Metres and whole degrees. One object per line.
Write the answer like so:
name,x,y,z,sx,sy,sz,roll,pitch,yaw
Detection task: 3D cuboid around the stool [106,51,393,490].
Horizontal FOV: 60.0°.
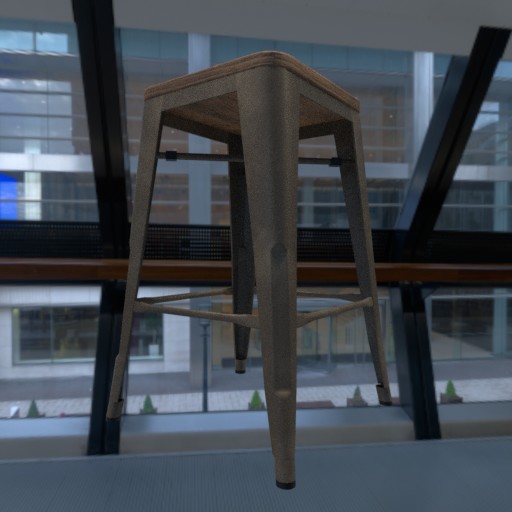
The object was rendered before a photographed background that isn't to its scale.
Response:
stool,0.000,0.000,0.859,0.407,0.607,0.407,1,2,36
